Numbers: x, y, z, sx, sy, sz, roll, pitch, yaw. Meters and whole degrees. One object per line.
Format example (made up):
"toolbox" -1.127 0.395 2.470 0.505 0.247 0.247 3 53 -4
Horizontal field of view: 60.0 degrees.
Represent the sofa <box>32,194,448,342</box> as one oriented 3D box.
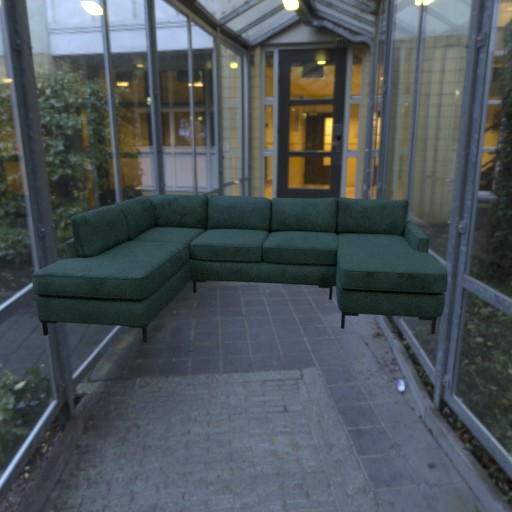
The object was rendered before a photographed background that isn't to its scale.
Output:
"sofa" 0.000 0.000 3.886 2.994 0.861 1.992 2 15 8
